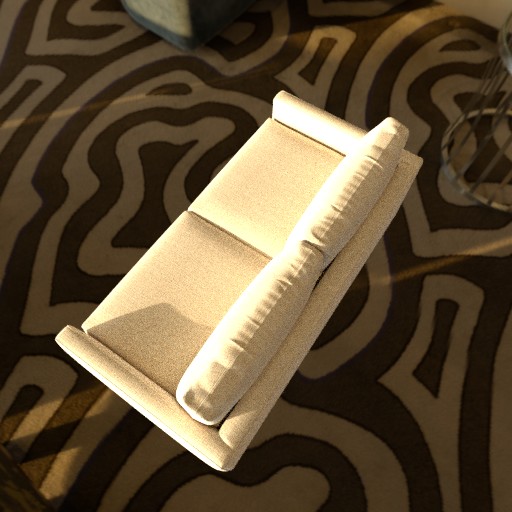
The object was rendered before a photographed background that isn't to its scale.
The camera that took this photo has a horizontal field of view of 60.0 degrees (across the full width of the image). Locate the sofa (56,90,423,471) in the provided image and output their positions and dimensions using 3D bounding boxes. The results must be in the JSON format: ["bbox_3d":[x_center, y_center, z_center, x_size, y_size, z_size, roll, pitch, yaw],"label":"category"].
[{"bbox_3d":[0.000,0.000,2.057,0.839,0.812,1.651,31,67,15],"label":"sofa"}]
